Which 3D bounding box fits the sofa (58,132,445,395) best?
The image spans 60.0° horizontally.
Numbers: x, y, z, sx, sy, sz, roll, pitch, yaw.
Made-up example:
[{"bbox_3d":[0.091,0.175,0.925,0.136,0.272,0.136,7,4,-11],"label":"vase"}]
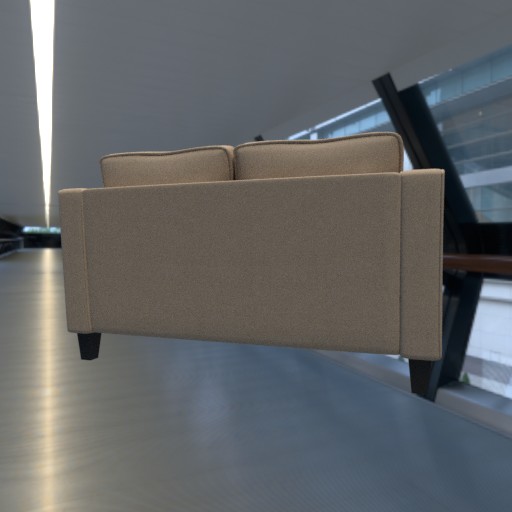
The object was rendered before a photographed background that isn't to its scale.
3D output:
[{"bbox_3d":[0.000,0.000,3.407,2.587,1.562,1.351,0,1,19],"label":"sofa"}]
